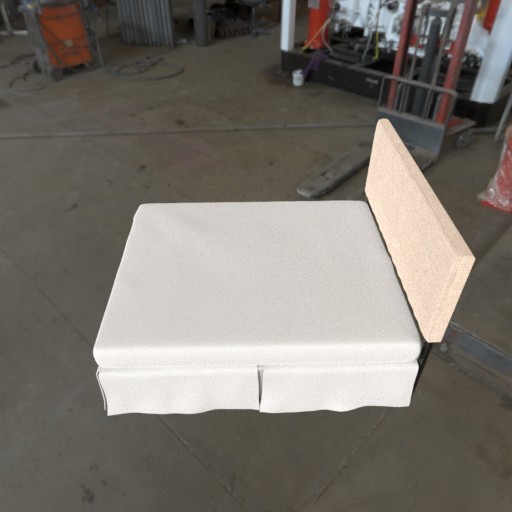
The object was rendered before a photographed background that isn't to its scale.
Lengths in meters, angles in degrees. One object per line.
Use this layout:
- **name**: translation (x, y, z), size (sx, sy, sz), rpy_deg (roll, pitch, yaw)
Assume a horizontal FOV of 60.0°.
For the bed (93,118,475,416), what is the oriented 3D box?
- **bed**: translation (0.000, 0.000, 3.023), size (1.978, 1.270, 1.643), rpy_deg (-1, 40, -1)
